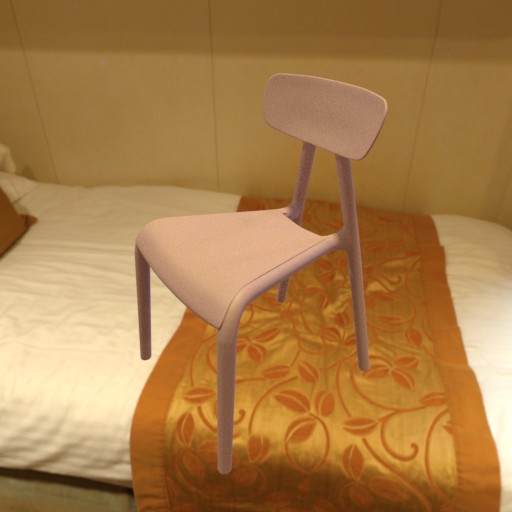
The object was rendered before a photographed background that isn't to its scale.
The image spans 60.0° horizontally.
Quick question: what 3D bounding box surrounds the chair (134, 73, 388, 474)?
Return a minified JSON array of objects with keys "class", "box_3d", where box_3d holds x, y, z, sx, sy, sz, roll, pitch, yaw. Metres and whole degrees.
[{"class":"chair","box_3d":[0.000,0.000,0.833,0.401,0.580,0.356,-21,38,-30]}]
